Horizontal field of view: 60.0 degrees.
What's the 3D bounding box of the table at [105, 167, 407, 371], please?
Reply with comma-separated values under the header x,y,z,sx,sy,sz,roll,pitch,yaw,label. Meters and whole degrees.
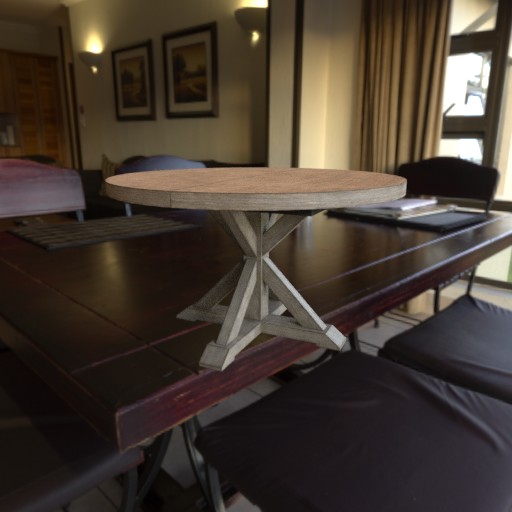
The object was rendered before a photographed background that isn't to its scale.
x,y,z,sx,sy,sz,roll,pitch,yaw,label
0.000,0.000,2.201,1.363,0.781,1.363,0,15,0,table
